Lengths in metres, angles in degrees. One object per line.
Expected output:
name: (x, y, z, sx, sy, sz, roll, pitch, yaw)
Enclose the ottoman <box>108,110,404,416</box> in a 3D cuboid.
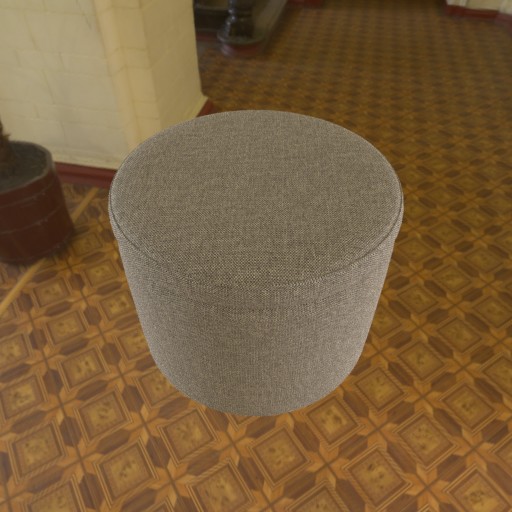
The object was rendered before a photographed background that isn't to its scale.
ottoman: (0.000, 0.000, 0.923, 0.520, 0.430, 0.520, 0, 45, 0)
